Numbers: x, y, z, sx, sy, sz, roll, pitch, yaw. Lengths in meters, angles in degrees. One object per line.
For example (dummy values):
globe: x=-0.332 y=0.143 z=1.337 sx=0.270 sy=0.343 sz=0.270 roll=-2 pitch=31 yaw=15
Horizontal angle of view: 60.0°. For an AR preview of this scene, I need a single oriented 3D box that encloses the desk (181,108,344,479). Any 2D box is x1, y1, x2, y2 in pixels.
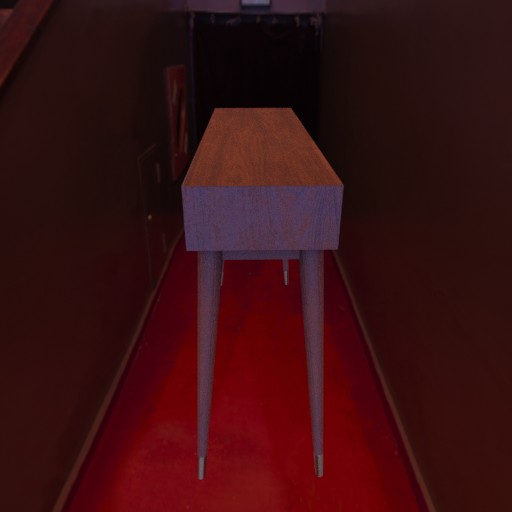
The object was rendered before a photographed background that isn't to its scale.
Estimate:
desk: x=0.000 y=0.000 z=1.683 sx=0.384 sy=0.917 sz=1.204 roll=-1 pitch=26 yaw=-1
